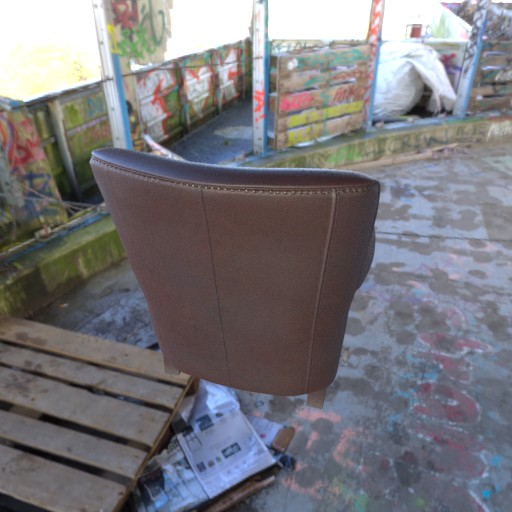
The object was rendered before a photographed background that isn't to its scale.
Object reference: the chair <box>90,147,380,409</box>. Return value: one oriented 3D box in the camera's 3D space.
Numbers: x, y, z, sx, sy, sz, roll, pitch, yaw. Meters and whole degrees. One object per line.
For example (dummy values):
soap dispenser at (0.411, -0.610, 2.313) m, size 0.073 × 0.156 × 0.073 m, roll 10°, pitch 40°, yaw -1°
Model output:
chair at (0.000, 0.000, 1.376) m, size 0.700 × 0.800 × 0.746 m, roll 9°, pitch 32°, yaw 14°
